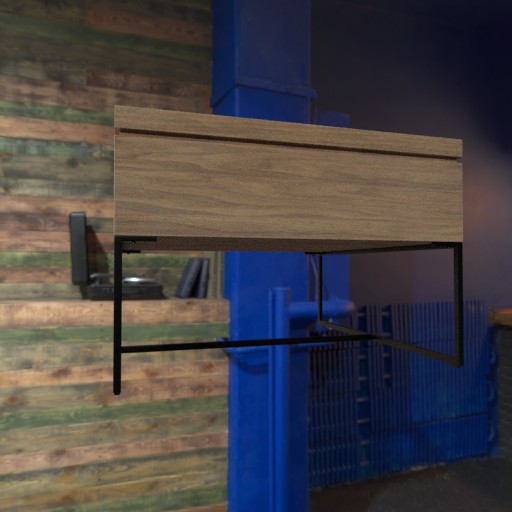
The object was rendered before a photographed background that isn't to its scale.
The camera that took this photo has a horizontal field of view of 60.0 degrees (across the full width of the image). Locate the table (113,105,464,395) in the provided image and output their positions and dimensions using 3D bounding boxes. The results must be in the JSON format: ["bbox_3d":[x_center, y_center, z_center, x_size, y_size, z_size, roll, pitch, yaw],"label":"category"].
[{"bbox_3d":[0.000,0.000,1.125,0.679,0.464,0.676,0,-1,-17],"label":"table"}]
